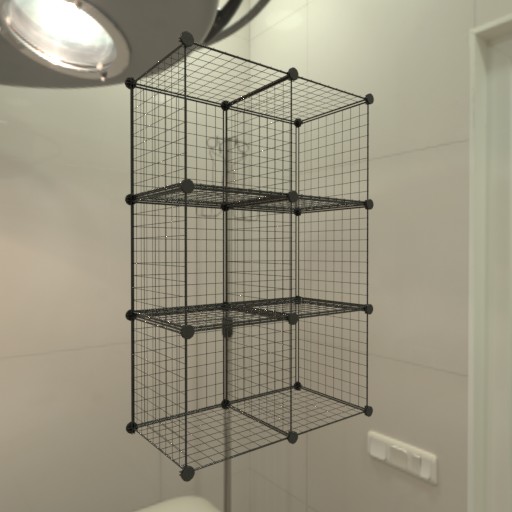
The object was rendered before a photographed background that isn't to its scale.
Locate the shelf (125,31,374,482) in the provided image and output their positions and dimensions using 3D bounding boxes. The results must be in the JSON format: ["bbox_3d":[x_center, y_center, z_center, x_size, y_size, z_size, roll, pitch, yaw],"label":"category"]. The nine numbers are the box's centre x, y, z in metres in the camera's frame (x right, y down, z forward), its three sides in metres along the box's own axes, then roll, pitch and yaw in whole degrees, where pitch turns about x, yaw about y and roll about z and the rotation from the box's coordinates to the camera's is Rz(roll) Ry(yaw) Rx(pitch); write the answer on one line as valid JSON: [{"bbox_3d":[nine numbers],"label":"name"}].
[{"bbox_3d":[0.000,0.000,1.398,0.711,1.067,0.356,-1,1,-37],"label":"shelf"}]
